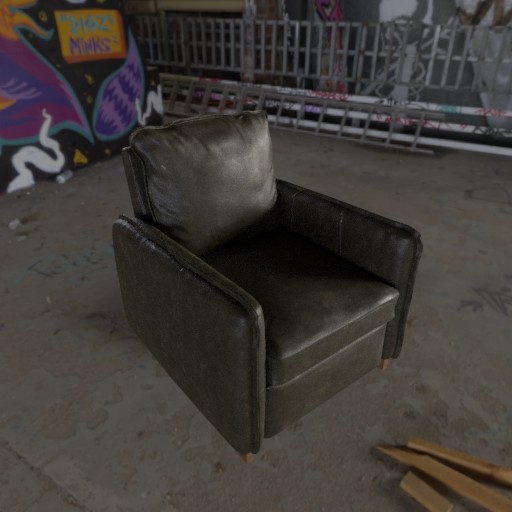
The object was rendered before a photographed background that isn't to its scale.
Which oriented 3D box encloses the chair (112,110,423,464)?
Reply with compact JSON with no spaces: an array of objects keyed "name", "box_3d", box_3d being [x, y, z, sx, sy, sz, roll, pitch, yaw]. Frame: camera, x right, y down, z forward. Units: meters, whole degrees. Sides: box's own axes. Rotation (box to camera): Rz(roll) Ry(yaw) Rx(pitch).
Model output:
[{"name":"chair","box_3d":[0.000,0.000,1.659,0.830,0.921,0.921,-21,35,-32]}]
